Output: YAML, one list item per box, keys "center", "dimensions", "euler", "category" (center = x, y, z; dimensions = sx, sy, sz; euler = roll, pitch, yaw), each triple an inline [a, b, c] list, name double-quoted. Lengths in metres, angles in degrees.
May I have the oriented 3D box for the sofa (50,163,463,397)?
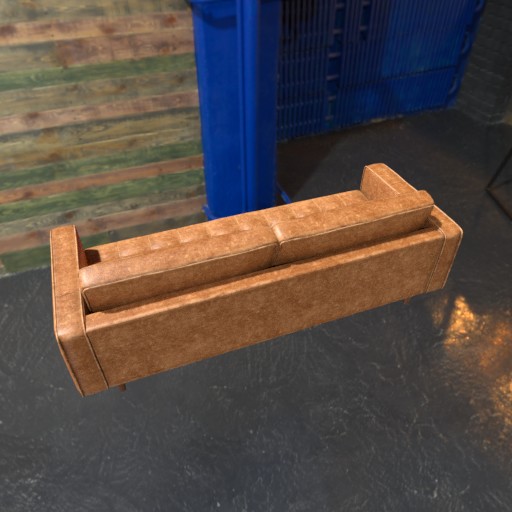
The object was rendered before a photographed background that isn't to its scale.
- center: [0.000, 0.000, 2.615]
  dimensions: [2.199, 0.779, 0.886]
  euler: [-14, 43, -15]
  category: "sofa"
